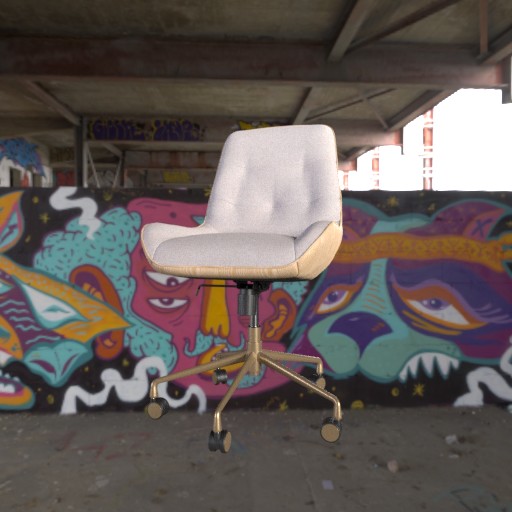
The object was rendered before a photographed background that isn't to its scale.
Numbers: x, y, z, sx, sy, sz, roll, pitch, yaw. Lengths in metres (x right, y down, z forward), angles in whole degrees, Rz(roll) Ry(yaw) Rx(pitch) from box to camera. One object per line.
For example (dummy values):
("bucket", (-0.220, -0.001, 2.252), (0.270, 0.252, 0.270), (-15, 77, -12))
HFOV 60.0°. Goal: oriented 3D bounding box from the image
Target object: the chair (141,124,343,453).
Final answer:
("chair", (0.000, 0.000, 1.376), (0.564, 0.952, 0.668), (0, 2, 17))
